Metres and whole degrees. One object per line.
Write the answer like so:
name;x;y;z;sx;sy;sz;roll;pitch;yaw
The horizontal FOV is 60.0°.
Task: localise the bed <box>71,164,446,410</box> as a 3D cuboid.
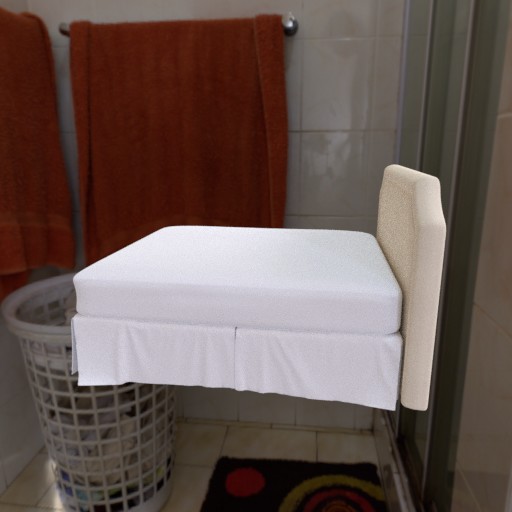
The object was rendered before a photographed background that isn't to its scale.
bed;0.000;0.000;3.315;2.209;1.296;1.827;2;15;9
